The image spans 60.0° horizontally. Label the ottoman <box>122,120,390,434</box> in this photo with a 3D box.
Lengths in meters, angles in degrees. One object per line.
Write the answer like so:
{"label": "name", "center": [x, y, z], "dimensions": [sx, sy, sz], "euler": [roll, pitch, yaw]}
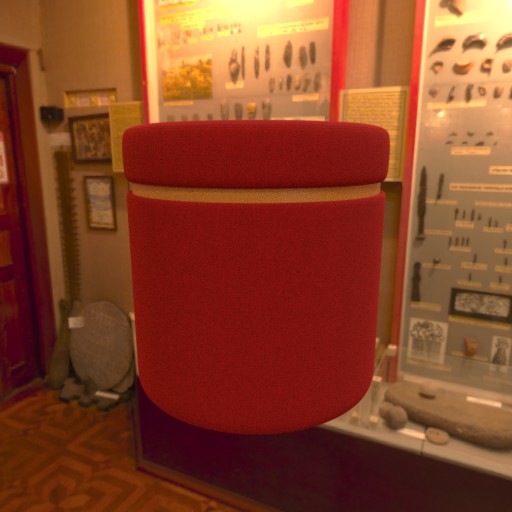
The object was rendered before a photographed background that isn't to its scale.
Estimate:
{"label": "ottoman", "center": [0.000, 0.000, 0.728], "dimensions": [0.400, 0.406, 0.400], "euler": [0, 13, 0]}
